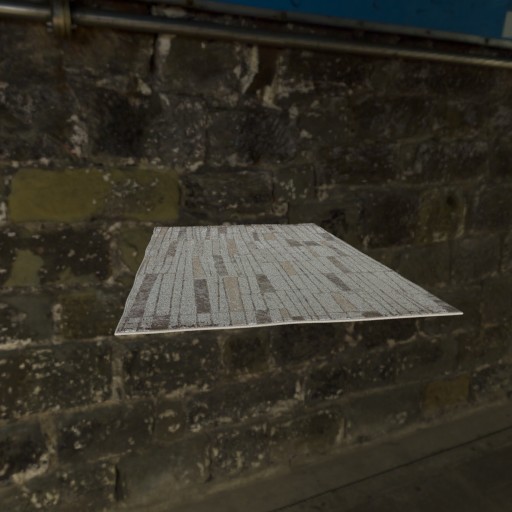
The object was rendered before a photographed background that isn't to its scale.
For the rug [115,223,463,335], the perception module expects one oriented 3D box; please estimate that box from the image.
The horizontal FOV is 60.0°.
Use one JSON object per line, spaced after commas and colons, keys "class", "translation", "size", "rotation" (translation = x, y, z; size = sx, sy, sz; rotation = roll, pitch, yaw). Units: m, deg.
{"class": "rug", "translation": [0.000, 0.000, 3.060], "size": [1.531, 0.023, 2.444], "rotation": [-2, 14, -8]}
